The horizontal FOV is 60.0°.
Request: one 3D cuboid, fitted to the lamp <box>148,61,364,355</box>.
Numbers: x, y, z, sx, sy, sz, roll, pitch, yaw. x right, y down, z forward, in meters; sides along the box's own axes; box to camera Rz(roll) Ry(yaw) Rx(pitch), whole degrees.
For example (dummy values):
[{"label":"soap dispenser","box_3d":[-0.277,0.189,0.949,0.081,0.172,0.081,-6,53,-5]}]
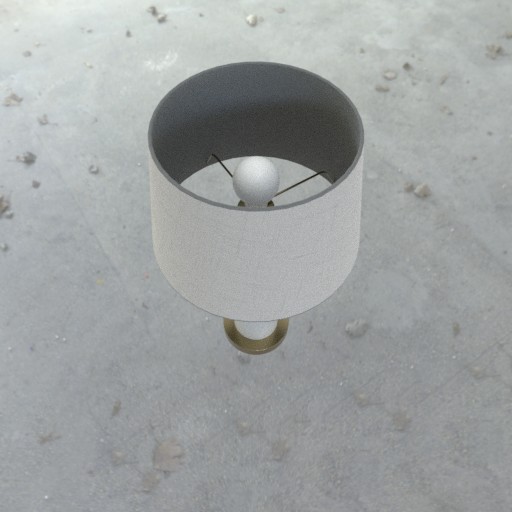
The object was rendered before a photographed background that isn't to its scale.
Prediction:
[{"label":"lamp","box_3d":[0.000,0.000,0.732,0.309,0.545,0.309,0,57,0]}]
